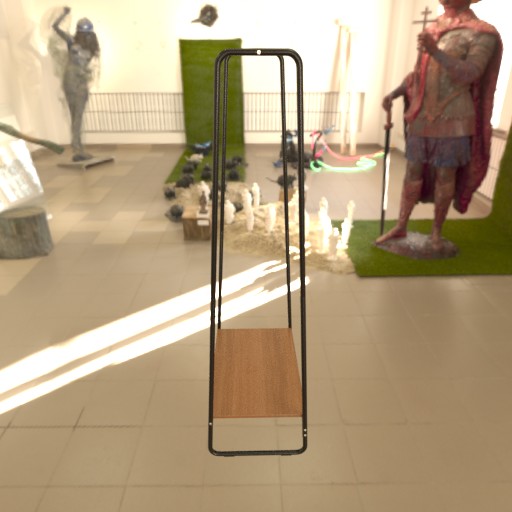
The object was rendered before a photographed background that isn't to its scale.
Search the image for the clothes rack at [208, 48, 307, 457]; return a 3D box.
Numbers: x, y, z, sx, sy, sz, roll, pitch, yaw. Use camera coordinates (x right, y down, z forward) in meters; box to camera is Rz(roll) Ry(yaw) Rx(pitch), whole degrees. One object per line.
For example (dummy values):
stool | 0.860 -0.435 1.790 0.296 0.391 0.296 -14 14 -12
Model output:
clothes rack | 0.000 0.000 1.773 0.400 1.500 0.640 -1 25 -1
